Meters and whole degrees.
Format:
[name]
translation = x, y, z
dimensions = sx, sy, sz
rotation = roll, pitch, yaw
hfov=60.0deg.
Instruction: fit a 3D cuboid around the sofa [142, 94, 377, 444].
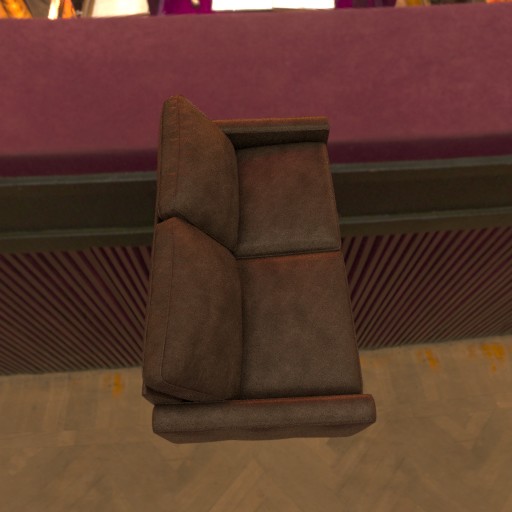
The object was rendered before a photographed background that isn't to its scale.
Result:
[sofa]
translation = 0.000, 0.000, 2.309
dimensions = 0.939, 0.916, 1.732
rotation = -2, 62, -1
